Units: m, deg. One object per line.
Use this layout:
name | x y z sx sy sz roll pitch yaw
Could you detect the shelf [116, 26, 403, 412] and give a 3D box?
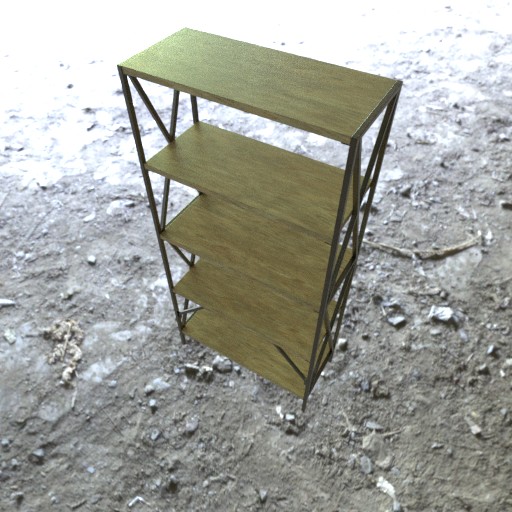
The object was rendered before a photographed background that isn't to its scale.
shelf | 0.000 0.000 2.133 0.874 1.803 0.386 24 52 20
